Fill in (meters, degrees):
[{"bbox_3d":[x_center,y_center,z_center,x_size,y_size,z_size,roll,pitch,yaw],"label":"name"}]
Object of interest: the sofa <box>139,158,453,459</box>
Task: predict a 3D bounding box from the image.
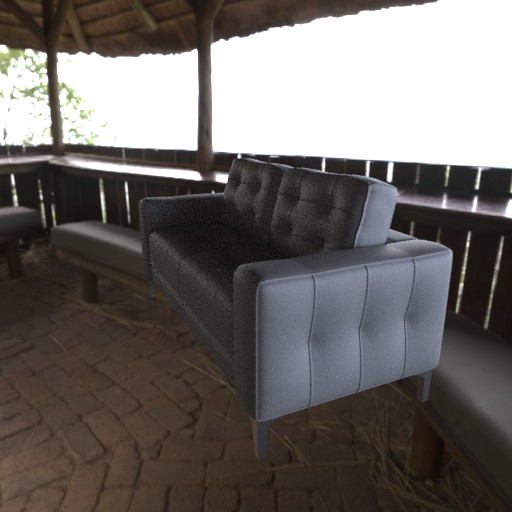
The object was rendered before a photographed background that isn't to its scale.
[{"bbox_3d":[0.000,0.000,2.236,0.833,0.892,1.726,-8,18,-25],"label":"sofa"}]
